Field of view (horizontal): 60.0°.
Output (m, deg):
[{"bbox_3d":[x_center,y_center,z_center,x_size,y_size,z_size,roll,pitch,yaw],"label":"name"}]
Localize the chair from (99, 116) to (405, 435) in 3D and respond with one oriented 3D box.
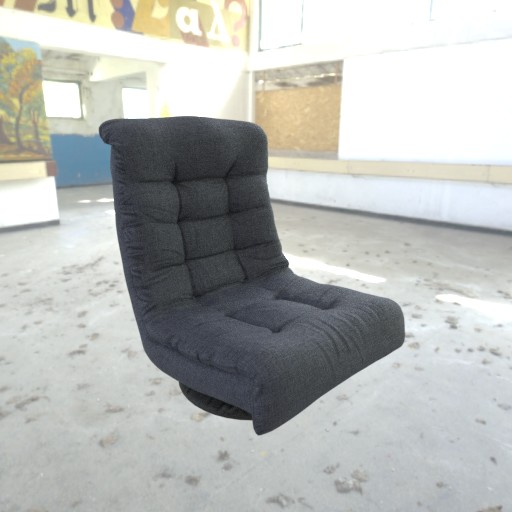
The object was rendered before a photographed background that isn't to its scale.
[{"bbox_3d":[0.000,0.000,1.218,0.668,0.749,0.597,15,21,43],"label":"chair"}]
